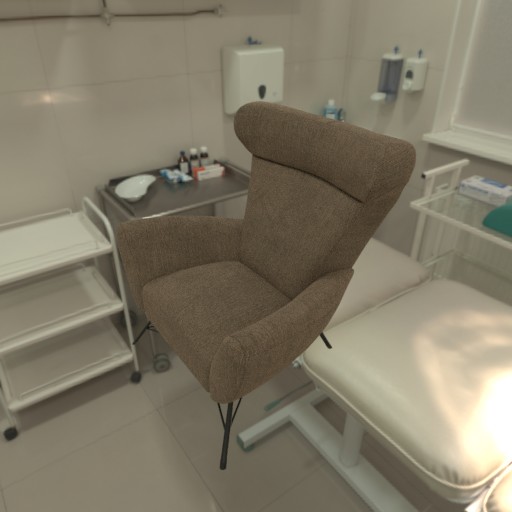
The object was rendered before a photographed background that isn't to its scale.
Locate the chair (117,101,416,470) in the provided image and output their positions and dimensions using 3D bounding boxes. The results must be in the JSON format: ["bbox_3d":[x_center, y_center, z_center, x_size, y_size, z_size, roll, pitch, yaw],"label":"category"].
[{"bbox_3d":[0.000,0.000,1.803,0.900,1.040,0.980,-20,37,-30],"label":"chair"}]
